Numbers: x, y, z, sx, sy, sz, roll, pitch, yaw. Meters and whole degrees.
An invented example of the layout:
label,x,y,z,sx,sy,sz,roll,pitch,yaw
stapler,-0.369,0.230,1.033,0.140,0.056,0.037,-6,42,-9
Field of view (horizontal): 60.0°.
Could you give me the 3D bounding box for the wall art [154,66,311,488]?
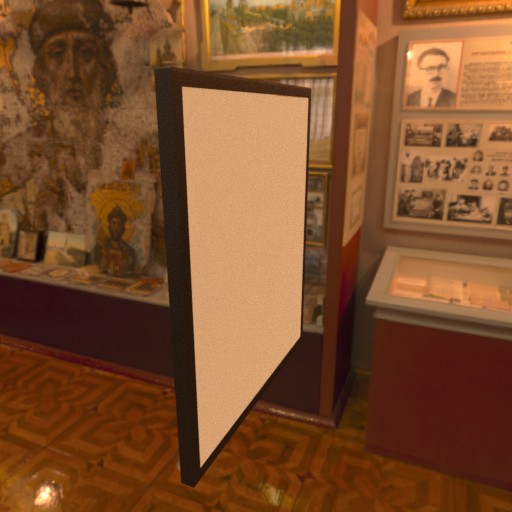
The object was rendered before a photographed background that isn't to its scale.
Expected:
label,x,y,z,sx,sy,sz,roll,pitch,yaw
wall art,0.000,0.000,0.691,0.021,0.509,0.430,8,20,23
